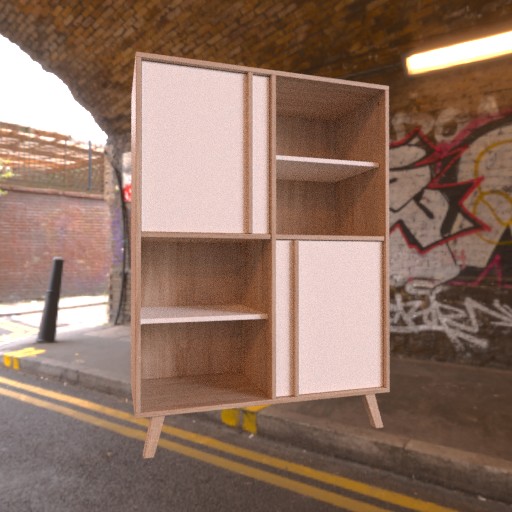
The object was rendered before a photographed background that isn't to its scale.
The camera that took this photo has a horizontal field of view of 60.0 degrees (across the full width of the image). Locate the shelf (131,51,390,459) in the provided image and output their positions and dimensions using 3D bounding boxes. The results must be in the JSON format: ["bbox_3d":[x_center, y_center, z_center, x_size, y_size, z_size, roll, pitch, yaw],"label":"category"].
[{"bbox_3d":[0.000,0.000,1.869,1.000,1.390,0.450,0,-1,-18],"label":"shelf"}]
